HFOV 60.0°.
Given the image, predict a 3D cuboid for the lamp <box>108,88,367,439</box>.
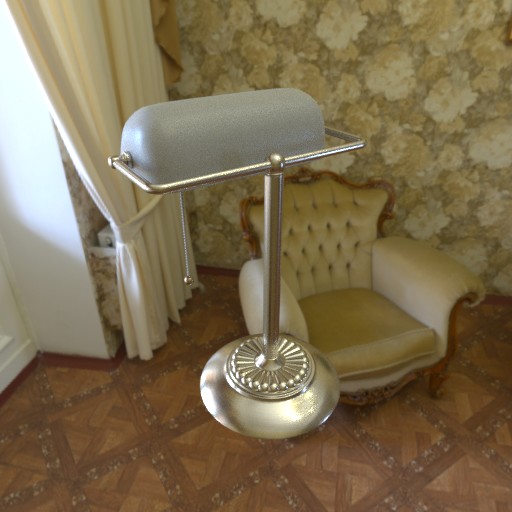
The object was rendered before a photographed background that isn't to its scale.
[{"bbox_3d":[0.000,0.000,0.509,0.264,0.339,0.243,-19,35,-29],"label":"lamp"}]
